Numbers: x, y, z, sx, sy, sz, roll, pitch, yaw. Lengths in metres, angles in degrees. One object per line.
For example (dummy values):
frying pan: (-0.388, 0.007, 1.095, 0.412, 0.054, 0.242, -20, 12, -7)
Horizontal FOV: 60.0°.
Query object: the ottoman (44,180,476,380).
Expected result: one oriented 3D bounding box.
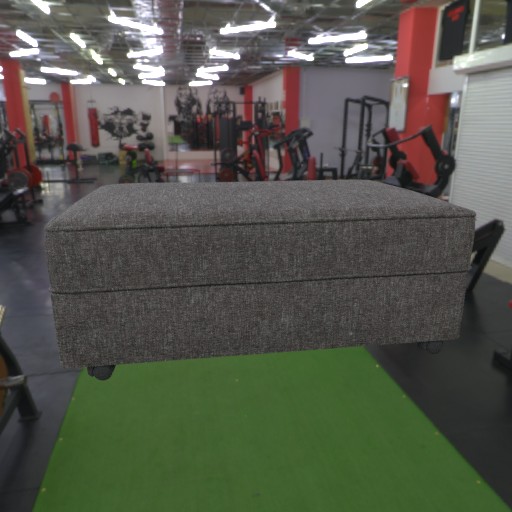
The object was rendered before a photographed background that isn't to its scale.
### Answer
ottoman: (0.000, 0.000, 1.535, 1.184, 0.487, 0.717, -2, 16, -8)
